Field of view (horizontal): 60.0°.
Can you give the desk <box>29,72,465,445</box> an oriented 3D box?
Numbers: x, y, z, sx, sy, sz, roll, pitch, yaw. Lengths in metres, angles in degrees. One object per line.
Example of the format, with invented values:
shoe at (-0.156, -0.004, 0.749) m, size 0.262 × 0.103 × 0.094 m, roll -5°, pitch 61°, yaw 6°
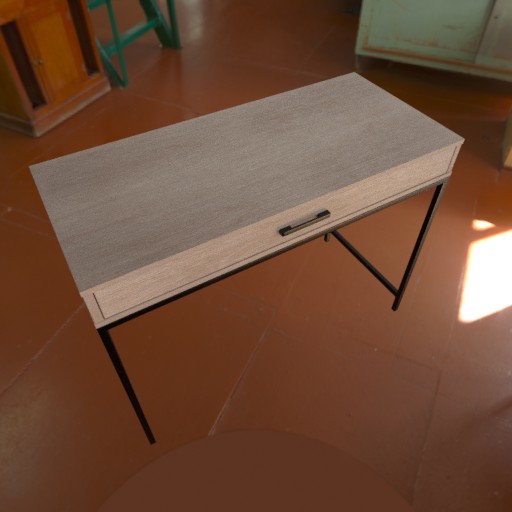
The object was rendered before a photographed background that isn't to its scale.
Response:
desk at (0.000, 0.000, 1.401) m, size 1.016 × 0.762 × 0.470 m, roll -23°, pitch 51°, yaw -20°
